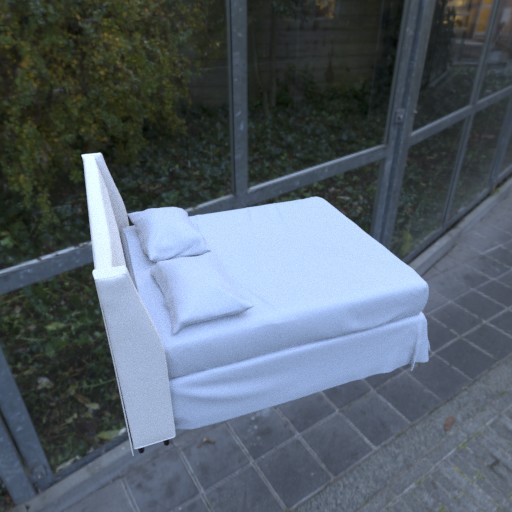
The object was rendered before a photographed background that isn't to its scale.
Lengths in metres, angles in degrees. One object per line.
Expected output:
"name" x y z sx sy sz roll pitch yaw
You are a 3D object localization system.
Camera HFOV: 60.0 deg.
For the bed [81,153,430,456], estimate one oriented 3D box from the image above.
"bed" 0.000 0.000 3.417 2.276 1.332 1.925 -11 33 -17
